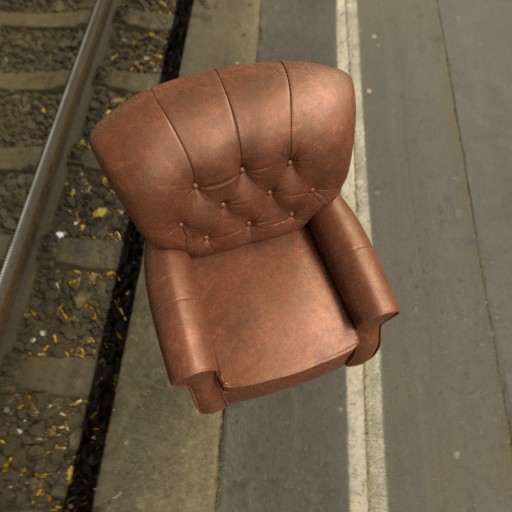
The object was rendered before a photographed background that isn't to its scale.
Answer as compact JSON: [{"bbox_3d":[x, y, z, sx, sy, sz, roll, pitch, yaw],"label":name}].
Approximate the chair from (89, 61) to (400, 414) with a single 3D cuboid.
[{"bbox_3d":[0.000,0.000,1.885,0.979,1.162,1.031,-16,64,-8],"label":"chair"}]
